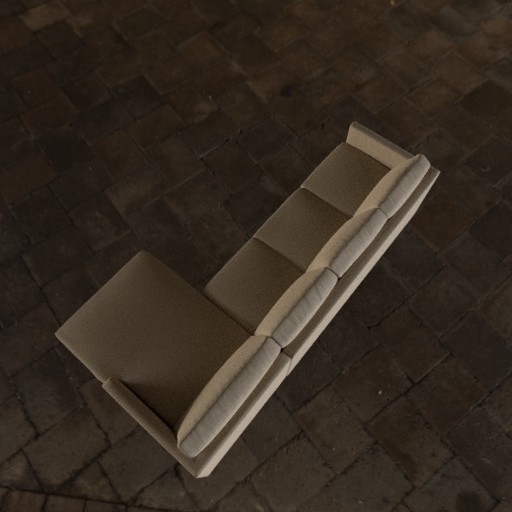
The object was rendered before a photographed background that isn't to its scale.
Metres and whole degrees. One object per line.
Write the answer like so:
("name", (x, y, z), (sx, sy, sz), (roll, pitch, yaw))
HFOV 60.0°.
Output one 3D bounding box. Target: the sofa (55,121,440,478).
("sofa", (0.000, 0.000, 3.837), (1.622, 0.871, 3.206), (37, 70, 16))
